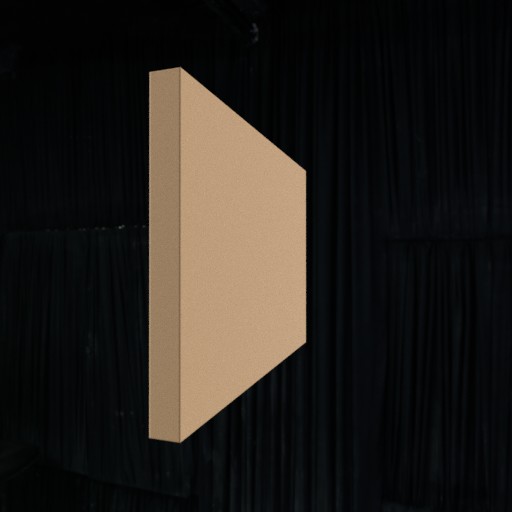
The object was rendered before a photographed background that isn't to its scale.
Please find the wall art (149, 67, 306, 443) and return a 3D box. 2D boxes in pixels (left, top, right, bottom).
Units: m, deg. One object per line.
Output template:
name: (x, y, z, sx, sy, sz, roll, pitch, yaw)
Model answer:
wall art: (0.000, 0.000, 0.775, 0.039, 0.407, 0.609, 0, 0, 19)
